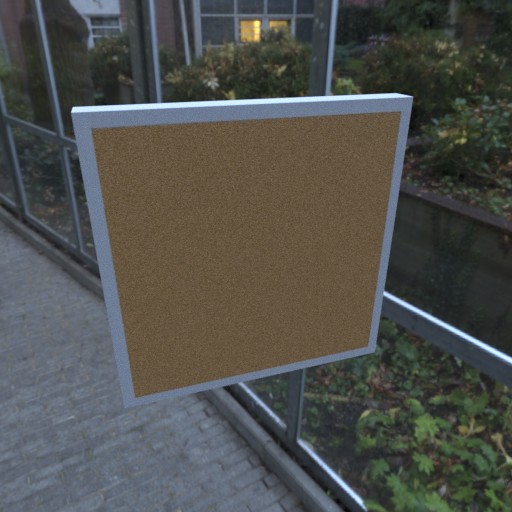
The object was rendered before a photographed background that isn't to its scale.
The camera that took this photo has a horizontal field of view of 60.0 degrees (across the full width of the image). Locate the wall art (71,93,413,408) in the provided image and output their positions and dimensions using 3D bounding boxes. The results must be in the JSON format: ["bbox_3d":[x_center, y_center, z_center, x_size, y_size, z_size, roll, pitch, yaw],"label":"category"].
[{"bbox_3d":[0.000,0.000,0.612,0.406,0.406,0.038,-8,28,-16],"label":"wall art"}]
